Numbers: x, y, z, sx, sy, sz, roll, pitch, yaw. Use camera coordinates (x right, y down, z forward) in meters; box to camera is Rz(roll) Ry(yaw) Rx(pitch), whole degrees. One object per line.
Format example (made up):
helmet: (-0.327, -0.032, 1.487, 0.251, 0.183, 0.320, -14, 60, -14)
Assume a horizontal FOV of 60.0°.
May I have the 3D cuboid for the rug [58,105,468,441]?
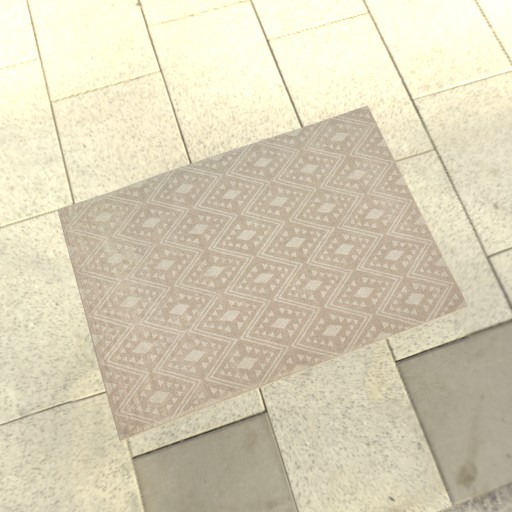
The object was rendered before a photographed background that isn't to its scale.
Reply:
rug: (0.000, 0.000, 2.317, 1.829, 0.034, 1.252, -20, 76, -5)
